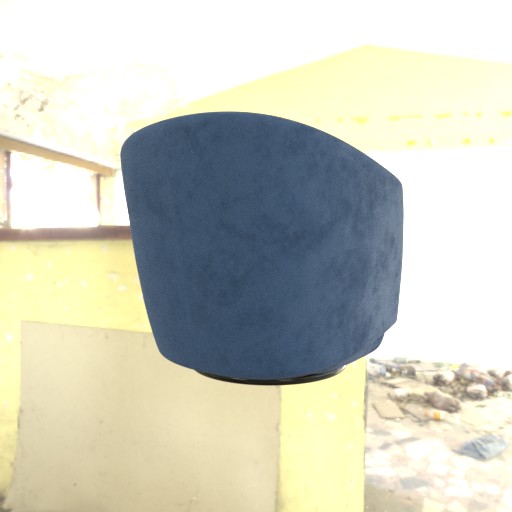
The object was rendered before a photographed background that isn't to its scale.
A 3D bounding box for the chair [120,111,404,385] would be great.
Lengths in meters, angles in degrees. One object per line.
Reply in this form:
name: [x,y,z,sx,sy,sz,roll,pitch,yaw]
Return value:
chair: [0.000,0.000,1.386,0.773,0.698,0.767,1,1,35]
